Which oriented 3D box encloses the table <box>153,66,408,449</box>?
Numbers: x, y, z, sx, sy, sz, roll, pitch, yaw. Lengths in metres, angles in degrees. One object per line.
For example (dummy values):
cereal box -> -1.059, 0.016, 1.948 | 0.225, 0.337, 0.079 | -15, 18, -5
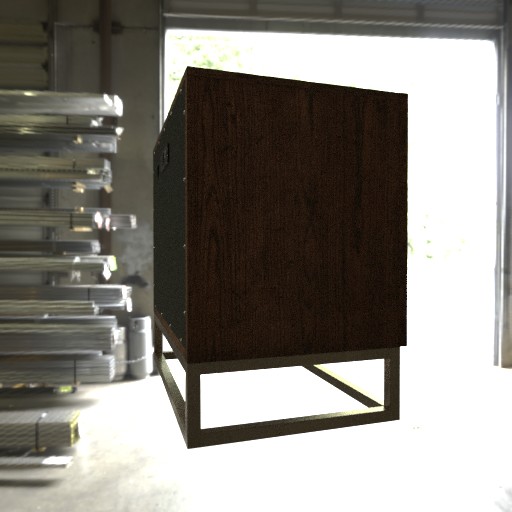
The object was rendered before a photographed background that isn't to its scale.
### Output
table -> 0.000, 0.000, 1.302 | 0.542, 0.746, 0.767 | 0, 1, -18
